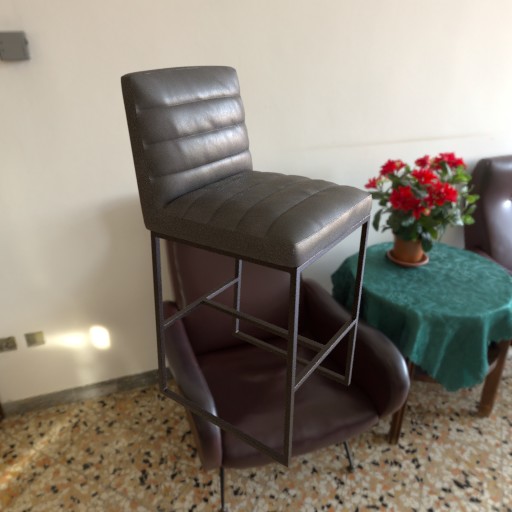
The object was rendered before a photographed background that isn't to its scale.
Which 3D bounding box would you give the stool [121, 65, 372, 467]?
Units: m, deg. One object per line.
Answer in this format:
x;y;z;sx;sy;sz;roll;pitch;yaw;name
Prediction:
0.000;0.000;1.373;0.562;1.065;0.463;17;31;31;stool
